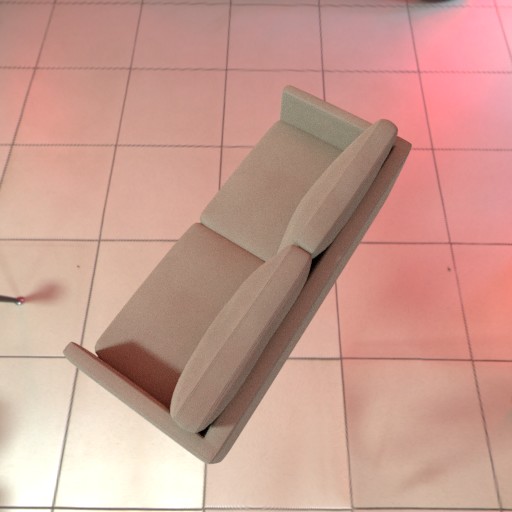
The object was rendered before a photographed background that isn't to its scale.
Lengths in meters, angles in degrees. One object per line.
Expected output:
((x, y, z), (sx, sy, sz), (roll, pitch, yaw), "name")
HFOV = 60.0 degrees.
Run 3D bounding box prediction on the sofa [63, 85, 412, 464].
((0.000, 0.000, 2.703), (0.948, 0.932, 2.181), (31, 69, 13), "sofa")
